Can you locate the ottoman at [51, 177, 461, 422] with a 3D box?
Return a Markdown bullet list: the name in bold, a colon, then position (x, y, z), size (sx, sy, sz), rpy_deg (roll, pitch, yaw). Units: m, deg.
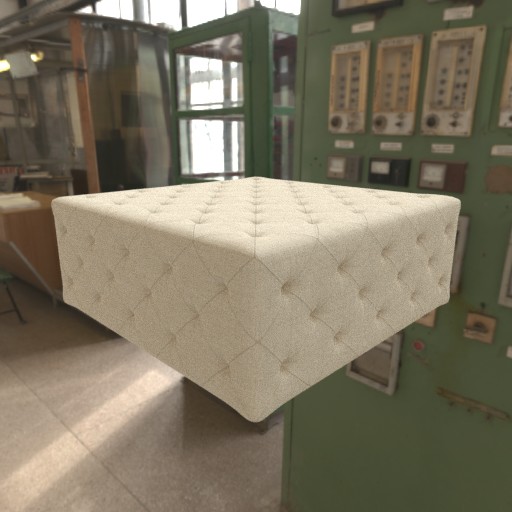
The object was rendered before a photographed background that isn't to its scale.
- **ottoman**: position (0.000, 0.000, 1.601), size (1.028, 0.439, 1.028), rpy_deg (-15, 22, -43)
